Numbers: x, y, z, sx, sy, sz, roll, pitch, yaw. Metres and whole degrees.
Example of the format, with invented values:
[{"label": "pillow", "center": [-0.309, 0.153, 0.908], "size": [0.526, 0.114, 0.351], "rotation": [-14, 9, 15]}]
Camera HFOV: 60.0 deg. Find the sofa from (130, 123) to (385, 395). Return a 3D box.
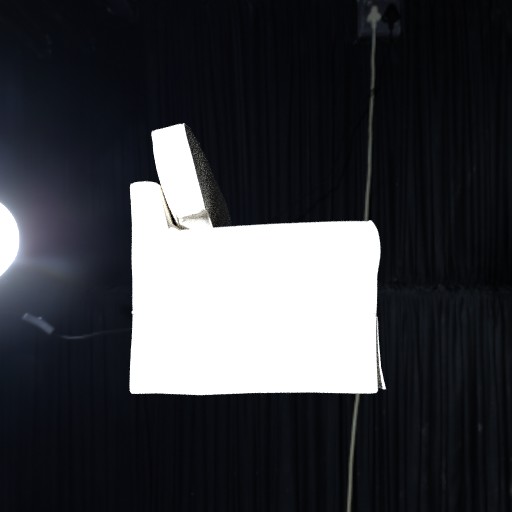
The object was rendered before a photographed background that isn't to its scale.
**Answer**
[{"label": "sofa", "center": [0.000, 0.000, 2.443], "size": [0.862, 0.937, 2.021], "rotation": [0, -1, 0]}]
